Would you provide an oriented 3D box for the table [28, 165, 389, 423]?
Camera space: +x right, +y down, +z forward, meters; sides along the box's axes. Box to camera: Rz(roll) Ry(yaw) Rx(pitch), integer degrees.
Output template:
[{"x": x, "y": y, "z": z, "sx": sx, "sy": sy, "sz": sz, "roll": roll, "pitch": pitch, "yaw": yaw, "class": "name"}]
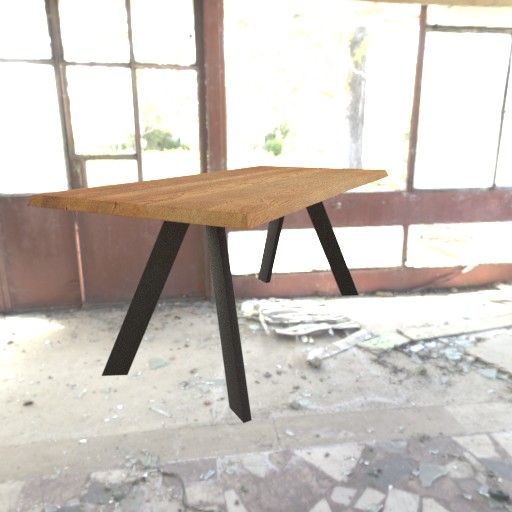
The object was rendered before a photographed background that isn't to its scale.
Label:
[{"x": 0.000, "y": 0.000, "z": 2.237, "sx": 0.900, "sy": 0.770, "sz": 1.800, "roll": 8, "pitch": 17, "yaw": 27, "class": "table"}]
